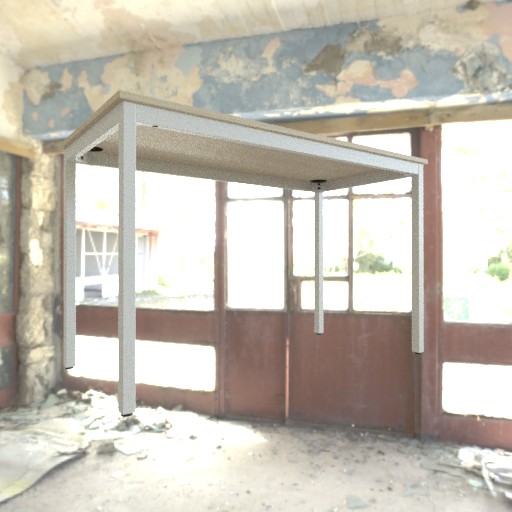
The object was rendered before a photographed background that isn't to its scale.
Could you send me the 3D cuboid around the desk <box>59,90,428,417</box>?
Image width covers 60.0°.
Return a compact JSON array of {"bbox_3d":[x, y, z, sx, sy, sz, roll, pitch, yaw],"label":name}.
[{"bbox_3d":[0.000,0.000,1.595,1.200,0.750,0.600,0,0,-36],"label":"desk"}]
